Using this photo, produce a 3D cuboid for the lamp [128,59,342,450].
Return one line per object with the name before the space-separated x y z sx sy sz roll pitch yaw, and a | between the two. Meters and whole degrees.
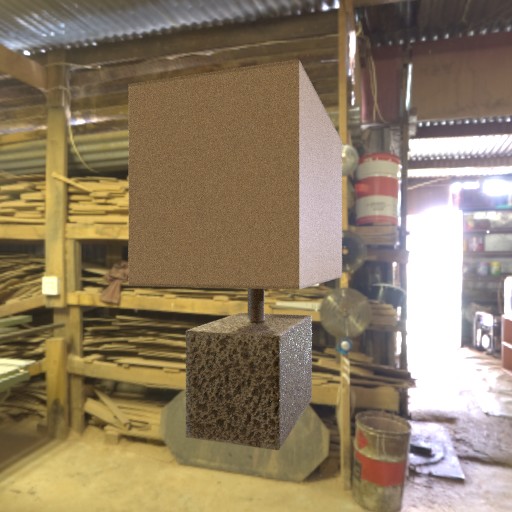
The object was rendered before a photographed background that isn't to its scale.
lamp | 0.000 0.000 0.568 0.180 0.411 0.294 0 0 18
